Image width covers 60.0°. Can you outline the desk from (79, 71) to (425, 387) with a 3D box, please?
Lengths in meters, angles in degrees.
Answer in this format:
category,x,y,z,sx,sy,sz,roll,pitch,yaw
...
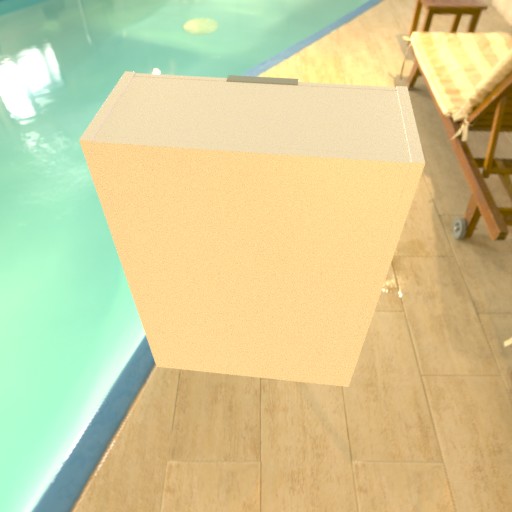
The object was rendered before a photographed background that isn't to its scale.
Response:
category,x,y,z,sx,sy,sz,roll,pitch,yaw
desk,0.000,0.000,1.651,0.850,1.190,0.390,5,48,4
